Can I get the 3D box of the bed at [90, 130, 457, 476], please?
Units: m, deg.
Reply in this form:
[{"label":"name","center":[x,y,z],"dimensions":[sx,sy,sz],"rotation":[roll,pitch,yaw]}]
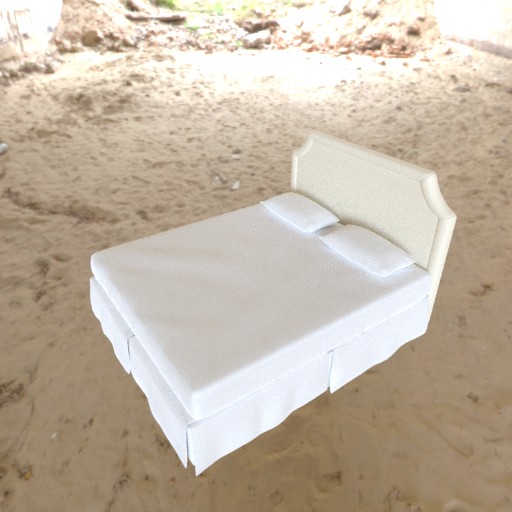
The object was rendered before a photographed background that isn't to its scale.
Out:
[{"label":"bed","center":[0.000,0.000,4.213],"dimensions":[2.773,1.590,2.350],"rotation":[-20,37,-29]}]
